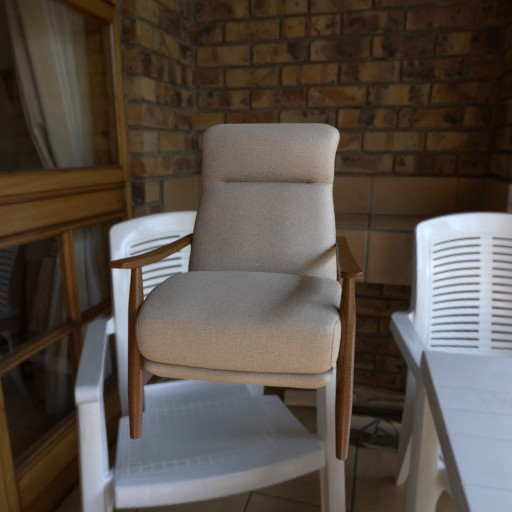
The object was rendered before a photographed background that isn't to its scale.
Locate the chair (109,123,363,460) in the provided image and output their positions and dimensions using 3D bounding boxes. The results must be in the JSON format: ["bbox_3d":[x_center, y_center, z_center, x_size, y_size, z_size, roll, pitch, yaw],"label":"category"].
[{"bbox_3d":[0.000,0.000,1.807,0.762,1.082,1.030,2,14,8],"label":"chair"}]
